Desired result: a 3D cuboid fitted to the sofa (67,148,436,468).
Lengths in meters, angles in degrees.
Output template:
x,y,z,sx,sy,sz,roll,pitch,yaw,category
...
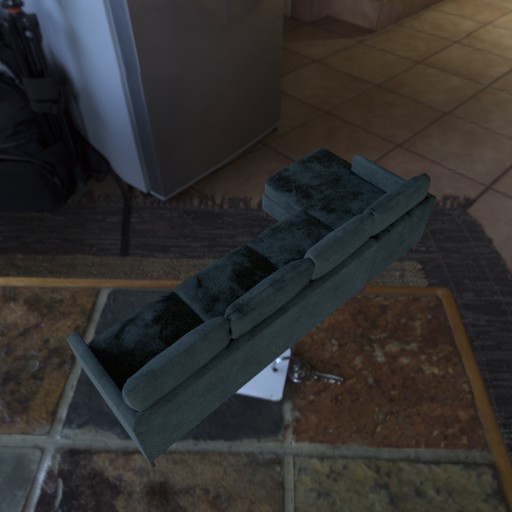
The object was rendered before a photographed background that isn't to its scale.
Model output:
x,y,z,sx,sy,sz,roll,pitch,yaw,category
0.000,0.000,4.038,3.400,0.967,1.500,-33,56,-27,sofa
